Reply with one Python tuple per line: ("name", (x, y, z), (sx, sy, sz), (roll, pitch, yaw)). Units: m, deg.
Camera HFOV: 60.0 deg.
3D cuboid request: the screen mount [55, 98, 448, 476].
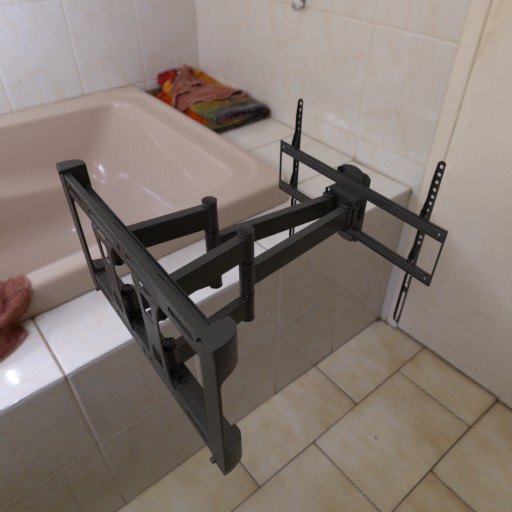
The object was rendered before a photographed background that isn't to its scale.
("screen mount", (0.000, 0.000, 0.921), (0.556, 0.424, 0.571), (-25, 46, -27))
